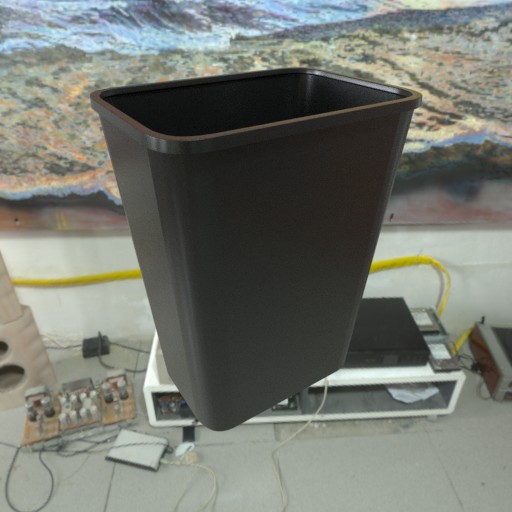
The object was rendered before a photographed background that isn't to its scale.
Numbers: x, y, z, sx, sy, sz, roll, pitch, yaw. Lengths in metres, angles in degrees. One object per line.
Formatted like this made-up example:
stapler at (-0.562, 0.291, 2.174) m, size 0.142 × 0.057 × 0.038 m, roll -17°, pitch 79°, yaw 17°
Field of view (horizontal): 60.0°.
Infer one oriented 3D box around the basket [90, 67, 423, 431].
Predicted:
basket at (0.000, 0.000, 0.737) m, size 0.394 × 0.521 × 0.287 m, roll -19°, pitch 37°, yaw -28°
